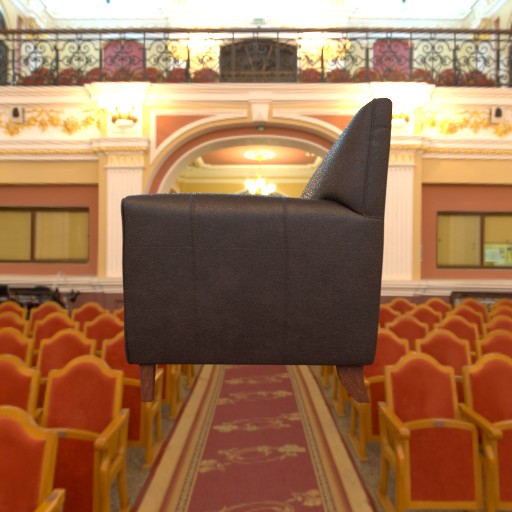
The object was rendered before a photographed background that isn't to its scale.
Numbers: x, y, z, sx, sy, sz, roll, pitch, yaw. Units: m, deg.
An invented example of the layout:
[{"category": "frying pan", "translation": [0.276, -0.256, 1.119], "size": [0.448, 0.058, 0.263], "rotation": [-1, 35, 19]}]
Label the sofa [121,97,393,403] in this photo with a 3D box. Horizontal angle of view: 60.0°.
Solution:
[{"category": "sofa", "translation": [0.000, 0.000, 1.963], "size": [0.787, 0.871, 1.473], "rotation": [0, -1, 1]}]
